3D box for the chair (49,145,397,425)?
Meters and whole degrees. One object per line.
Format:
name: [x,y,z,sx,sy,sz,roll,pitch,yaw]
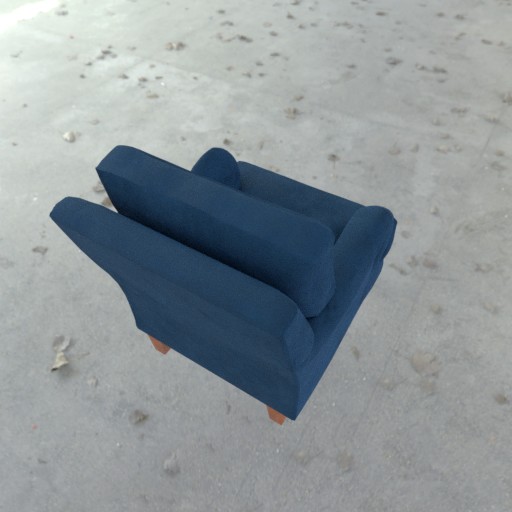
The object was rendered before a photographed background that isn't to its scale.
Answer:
chair: [0.000,0.000,1.827,0.895,1.076,1.078,25,51,21]
